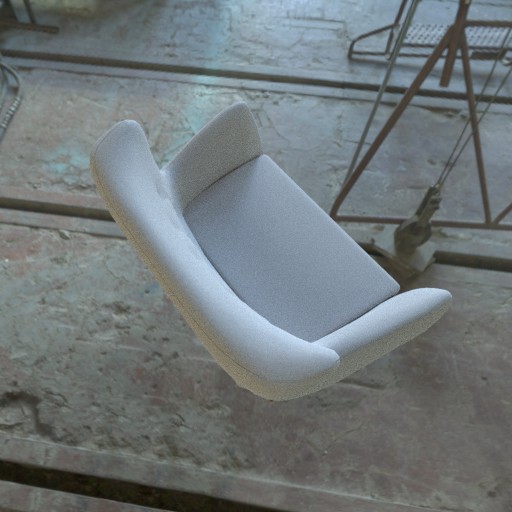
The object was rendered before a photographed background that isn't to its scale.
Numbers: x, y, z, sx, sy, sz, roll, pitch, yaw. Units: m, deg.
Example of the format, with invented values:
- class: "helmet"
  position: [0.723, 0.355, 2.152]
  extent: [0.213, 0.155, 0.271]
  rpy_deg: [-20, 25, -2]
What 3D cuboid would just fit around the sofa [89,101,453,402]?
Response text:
- class: "sofa"
  position: [0.000, 0.000, 2.006]
  extent: [0.921, 0.878, 1.424]
  rpy_deg: [-33, 65, -18]
